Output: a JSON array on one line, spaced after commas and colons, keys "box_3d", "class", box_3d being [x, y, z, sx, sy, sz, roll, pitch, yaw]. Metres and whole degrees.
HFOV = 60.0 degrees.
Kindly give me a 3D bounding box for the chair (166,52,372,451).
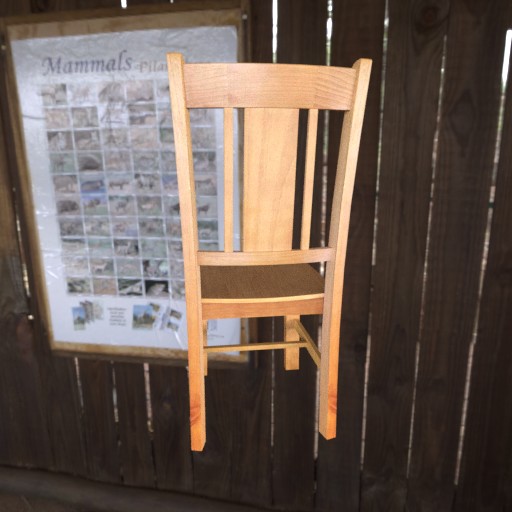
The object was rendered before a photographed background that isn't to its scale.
[{"box_3d": [0.000, 0.000, 1.310, 0.450, 0.998, 0.556, -2, 13, -8], "class": "chair"}]
